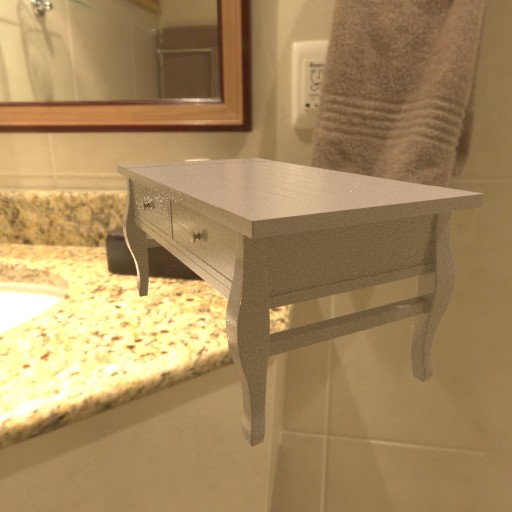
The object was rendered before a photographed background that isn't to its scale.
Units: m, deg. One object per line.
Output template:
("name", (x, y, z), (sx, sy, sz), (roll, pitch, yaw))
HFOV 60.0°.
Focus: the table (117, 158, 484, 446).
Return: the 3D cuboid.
("table", (0.000, 0.000, 1.376), (0.600, 0.495, 1.062), (-9, 19, -27))
